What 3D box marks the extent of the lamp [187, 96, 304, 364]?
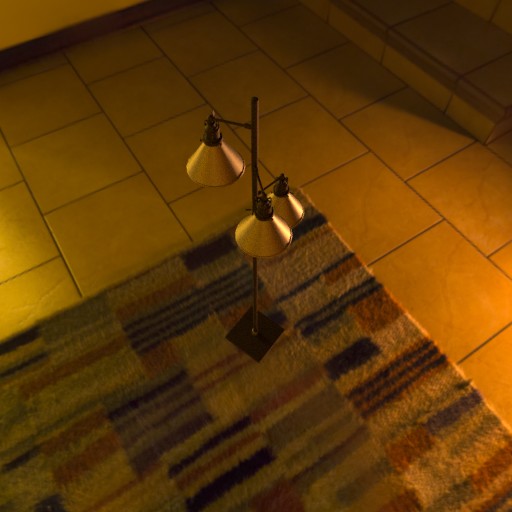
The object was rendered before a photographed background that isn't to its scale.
[{"bbox_3d":[0.000,0.000,1.952,0.428,1.716,0.415,33,64,18],"label":"lamp"}]
